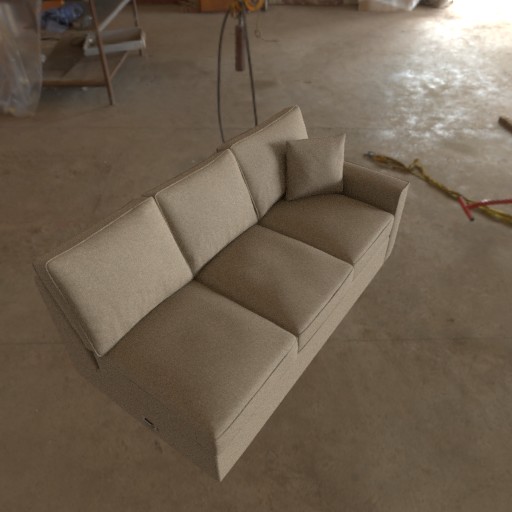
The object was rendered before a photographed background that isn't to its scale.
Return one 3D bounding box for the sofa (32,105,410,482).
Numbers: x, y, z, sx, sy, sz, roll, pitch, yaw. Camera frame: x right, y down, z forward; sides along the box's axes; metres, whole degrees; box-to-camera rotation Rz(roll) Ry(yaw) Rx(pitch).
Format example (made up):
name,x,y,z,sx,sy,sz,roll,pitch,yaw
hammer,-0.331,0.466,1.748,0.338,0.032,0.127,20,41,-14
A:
name,x,y,z,sx,sy,sz,roll,pitch,yaw
sofa,0.000,0.000,2.485,1.034,0.946,1.963,25,47,26
